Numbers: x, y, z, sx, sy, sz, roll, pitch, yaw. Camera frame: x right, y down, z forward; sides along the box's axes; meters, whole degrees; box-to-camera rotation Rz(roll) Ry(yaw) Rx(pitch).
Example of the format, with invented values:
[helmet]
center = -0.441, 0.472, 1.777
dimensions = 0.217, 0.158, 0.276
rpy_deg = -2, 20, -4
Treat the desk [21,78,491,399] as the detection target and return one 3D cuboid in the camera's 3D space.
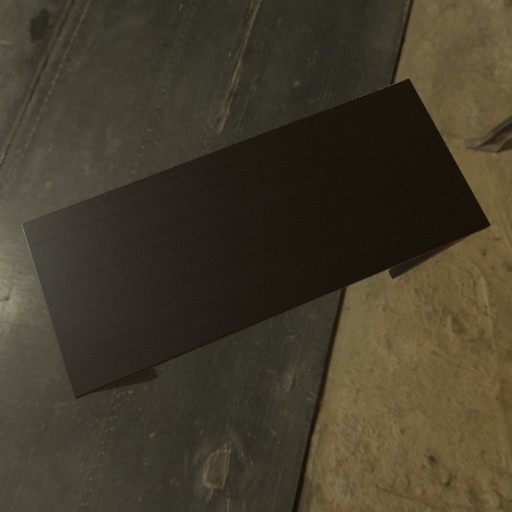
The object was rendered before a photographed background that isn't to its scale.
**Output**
[desk]
center = 0.000, 0.000, 1.619
dimensions = 1.220, 0.775, 0.508
rpy_deg = -22, 78, -5
